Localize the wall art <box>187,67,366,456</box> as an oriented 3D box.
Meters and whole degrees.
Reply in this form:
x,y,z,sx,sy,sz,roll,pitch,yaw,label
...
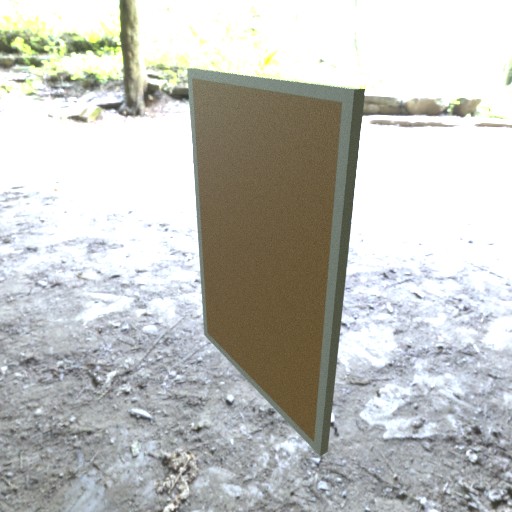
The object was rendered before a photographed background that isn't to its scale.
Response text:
x,y,z,sx,sy,sz,roll,pitch,yaw,label
0.000,0.000,0.573,0.013,0.433,0.303,-17,31,-30,wall art
